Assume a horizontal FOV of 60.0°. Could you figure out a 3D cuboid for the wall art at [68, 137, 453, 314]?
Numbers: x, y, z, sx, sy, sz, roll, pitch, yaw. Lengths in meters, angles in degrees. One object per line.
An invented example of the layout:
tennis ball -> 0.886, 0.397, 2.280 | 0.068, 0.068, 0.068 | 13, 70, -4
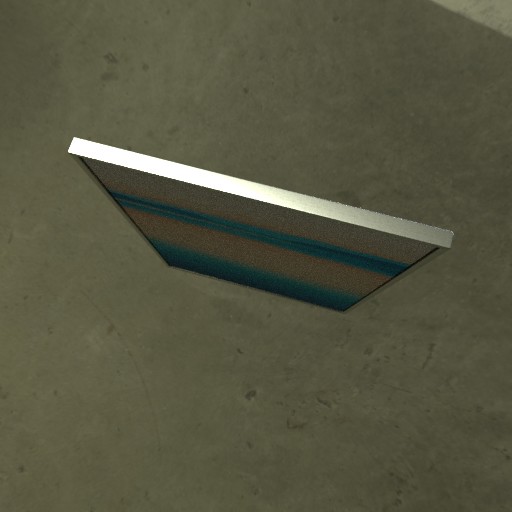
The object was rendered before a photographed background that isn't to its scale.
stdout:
wall art -> 0.000, 0.000, 1.412 | 0.801, 1.062, 0.037 | 15, 76, 4
